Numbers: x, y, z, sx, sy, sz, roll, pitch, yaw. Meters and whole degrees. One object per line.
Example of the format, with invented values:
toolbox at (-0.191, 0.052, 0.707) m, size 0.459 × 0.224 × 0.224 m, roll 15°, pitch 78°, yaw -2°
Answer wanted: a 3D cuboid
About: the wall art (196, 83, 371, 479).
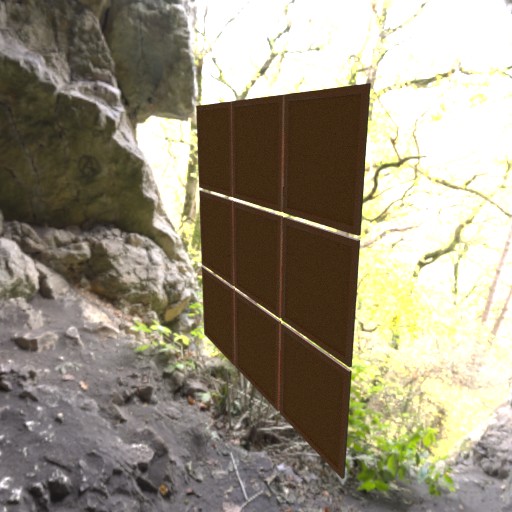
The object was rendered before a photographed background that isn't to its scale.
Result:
wall art at (0.000, 0.000, 2.255) m, size 0.013 × 1.519 × 1.521 m, roll -8°, pitch 18°, yaw -27°
